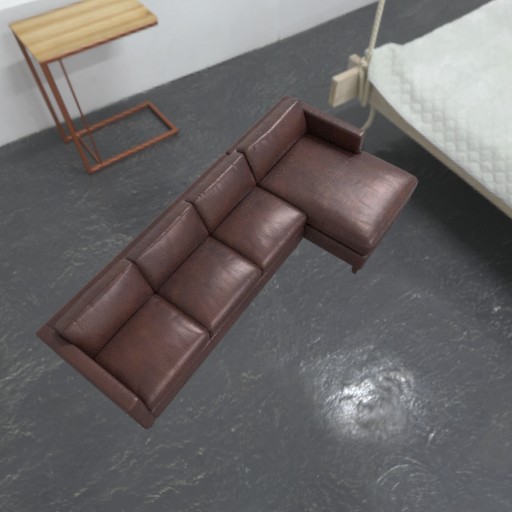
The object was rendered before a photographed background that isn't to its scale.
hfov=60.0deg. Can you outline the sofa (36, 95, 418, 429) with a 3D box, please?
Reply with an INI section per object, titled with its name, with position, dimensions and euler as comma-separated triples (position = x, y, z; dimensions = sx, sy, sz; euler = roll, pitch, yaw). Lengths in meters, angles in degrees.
[sofa]
position = 0.000, 0.000, 3.838
dimensions = 1.581, 0.883, 3.203
euler = 32, 63, 18
